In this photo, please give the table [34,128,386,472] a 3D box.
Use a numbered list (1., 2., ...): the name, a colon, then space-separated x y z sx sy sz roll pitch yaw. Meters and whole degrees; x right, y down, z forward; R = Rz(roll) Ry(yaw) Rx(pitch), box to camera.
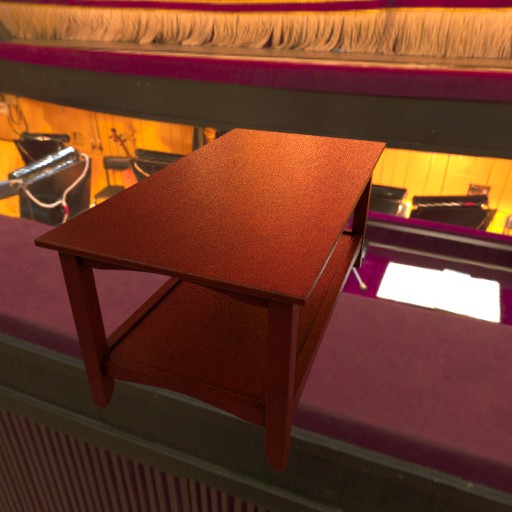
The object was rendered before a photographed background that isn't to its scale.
1. table: 0.000 0.000 1.244 0.533 0.456 0.943 11 31 19
